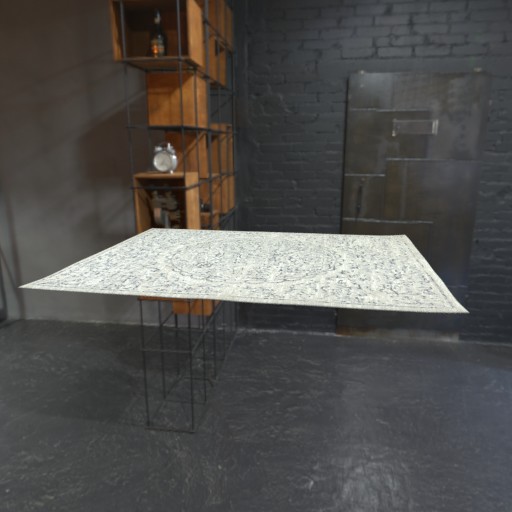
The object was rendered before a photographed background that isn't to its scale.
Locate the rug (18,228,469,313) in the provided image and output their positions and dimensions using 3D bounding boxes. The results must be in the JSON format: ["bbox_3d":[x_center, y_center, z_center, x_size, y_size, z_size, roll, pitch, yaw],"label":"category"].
[{"bbox_3d":[0.000,0.000,3.929,2.925,0.026,2.343,2,14,9],"label":"rug"}]
